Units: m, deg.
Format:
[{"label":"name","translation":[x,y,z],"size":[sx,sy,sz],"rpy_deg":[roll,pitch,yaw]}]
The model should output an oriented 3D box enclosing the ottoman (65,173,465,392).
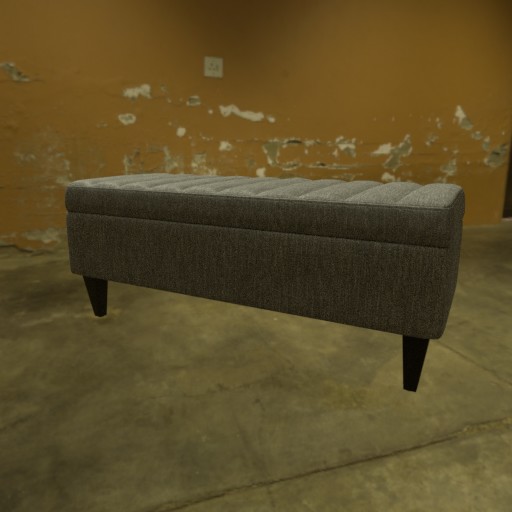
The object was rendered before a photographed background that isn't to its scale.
[{"label":"ottoman","translation":[0.000,0.000,1.398],"size":[1.151,0.469,0.482],"rpy_deg":[7,16,27]}]
